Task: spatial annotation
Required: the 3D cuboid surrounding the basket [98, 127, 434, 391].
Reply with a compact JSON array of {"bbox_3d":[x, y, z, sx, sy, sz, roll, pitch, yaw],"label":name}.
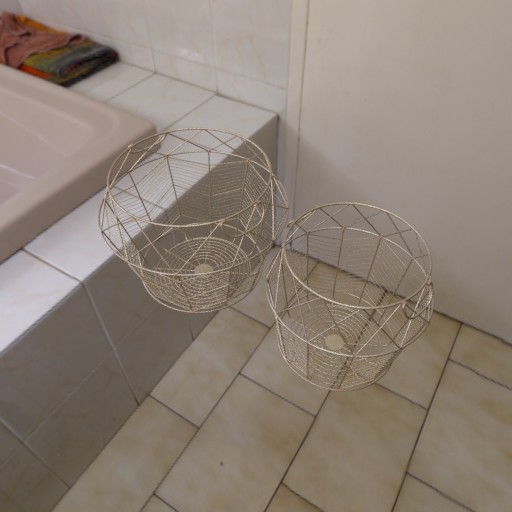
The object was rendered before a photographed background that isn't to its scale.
[{"bbox_3d":[0.000,0.000,1.045,0.805,0.343,0.451,27,52,23],"label":"basket"}]
